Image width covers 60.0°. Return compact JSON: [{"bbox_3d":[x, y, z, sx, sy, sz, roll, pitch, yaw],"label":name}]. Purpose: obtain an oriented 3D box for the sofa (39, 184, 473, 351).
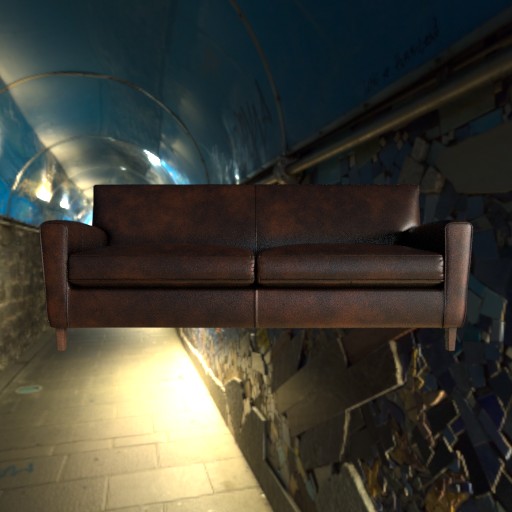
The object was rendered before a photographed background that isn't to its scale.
[{"bbox_3d":[0.000,0.000,2.381,1.995,0.871,0.786,0,1,0],"label":"sofa"}]
